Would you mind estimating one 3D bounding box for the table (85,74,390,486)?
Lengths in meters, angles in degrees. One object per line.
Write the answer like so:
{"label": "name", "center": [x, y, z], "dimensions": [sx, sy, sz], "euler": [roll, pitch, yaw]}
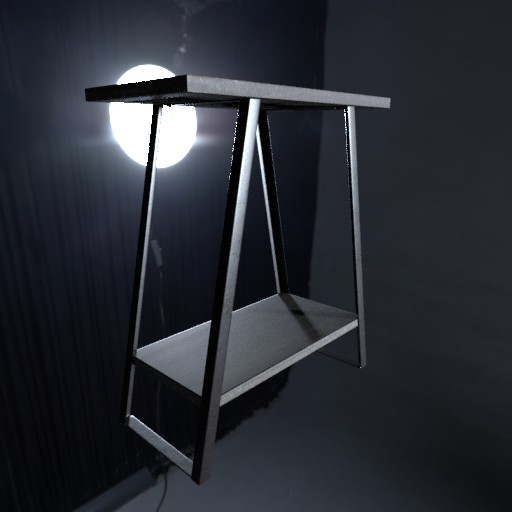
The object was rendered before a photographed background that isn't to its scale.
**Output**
{"label": "table", "center": [0.000, 0.000, 1.016], "dimensions": [0.300, 0.701, 0.599], "euler": [14, 21, 41]}
